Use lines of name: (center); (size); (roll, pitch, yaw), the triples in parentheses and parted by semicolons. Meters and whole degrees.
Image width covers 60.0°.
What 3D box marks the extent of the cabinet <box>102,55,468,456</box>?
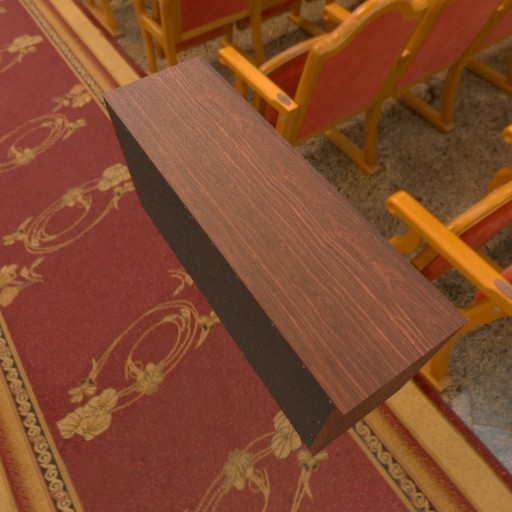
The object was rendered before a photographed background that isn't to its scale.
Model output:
cabinet: (0.000, 0.000, 1.994); (0.505, 0.940, 1.575); (-30, 63, -17)
